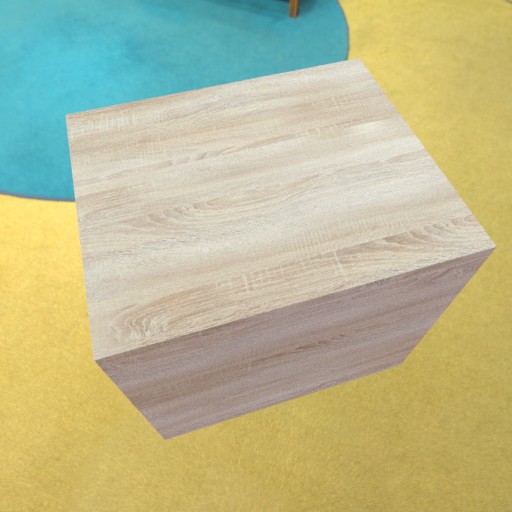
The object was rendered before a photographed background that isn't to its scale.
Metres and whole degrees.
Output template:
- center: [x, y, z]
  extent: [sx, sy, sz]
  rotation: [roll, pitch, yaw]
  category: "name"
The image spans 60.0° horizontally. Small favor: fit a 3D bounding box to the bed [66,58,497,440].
- center: [0.000, 0.000, 0.755]
  extent: [0.460, 0.420, 0.401]
  rotation: [-15, 58, -9]
  category: "bed"
